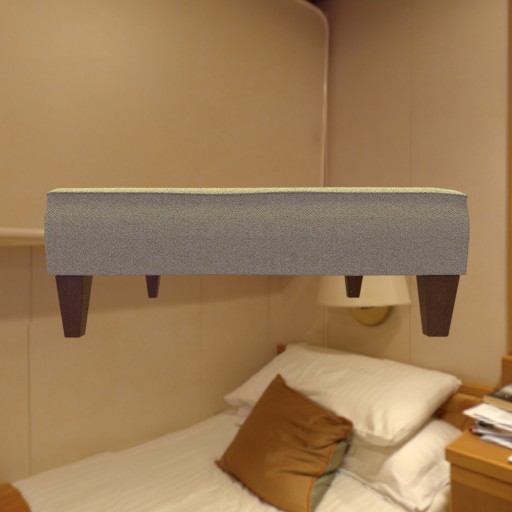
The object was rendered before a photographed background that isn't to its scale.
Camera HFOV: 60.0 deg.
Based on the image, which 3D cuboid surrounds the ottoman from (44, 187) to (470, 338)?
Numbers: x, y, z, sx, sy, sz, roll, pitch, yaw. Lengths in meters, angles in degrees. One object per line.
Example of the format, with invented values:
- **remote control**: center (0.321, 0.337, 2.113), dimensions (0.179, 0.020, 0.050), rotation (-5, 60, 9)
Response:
- **ottoman**: center (0.000, 0.000, 1.515), dimensions (1.004, 0.379, 0.968), rotation (0, 1, -1)
